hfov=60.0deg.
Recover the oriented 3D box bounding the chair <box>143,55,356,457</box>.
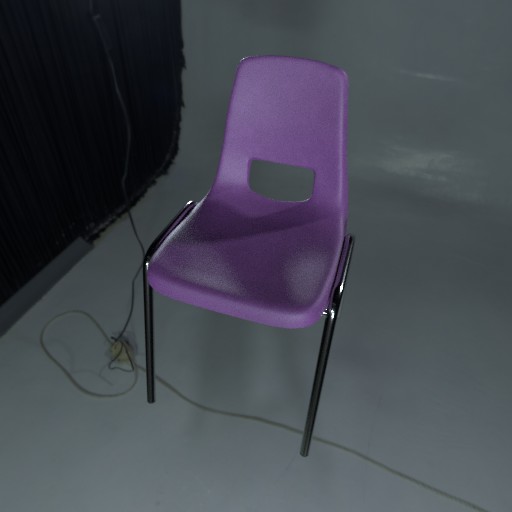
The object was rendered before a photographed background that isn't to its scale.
[{"bbox_3d":[0.000,0.000,0.902,0.381,0.654,0.432,13,43,15],"label":"chair"}]
